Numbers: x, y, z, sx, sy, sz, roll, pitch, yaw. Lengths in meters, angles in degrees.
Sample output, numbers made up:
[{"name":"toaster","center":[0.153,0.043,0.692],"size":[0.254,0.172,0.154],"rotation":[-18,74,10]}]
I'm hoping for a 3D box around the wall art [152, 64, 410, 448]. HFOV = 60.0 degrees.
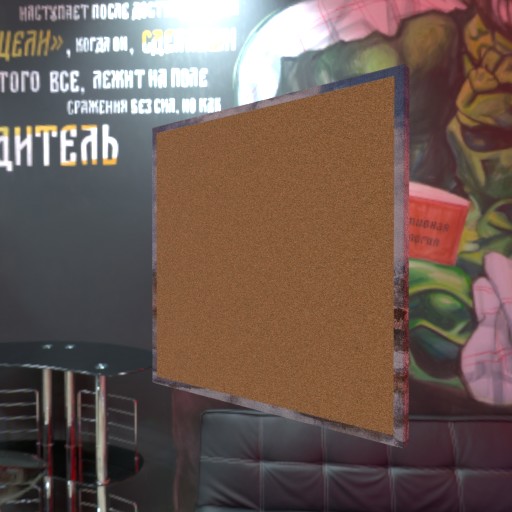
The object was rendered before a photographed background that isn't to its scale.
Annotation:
[{"name":"wall art","center":[0.000,0.000,1.489],"size":[1.010,1.020,0.040],"rotation":[0,1,37]}]
